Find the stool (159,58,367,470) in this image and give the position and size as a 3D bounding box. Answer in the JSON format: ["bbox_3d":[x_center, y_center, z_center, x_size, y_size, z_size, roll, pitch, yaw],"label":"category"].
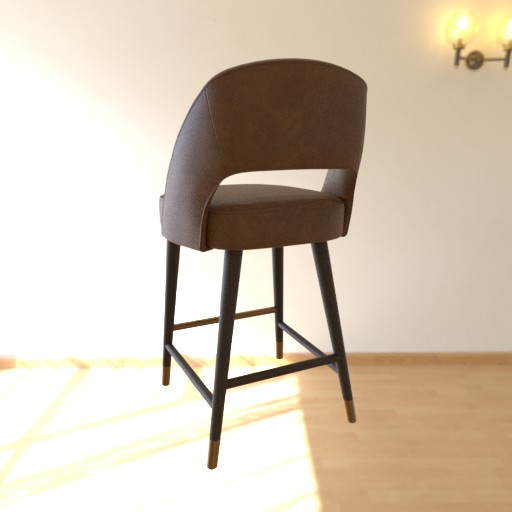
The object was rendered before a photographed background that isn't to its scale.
[{"bbox_3d":[0.000,0.000,1.232,0.494,0.940,0.509,-7,16,-25],"label":"stool"}]
